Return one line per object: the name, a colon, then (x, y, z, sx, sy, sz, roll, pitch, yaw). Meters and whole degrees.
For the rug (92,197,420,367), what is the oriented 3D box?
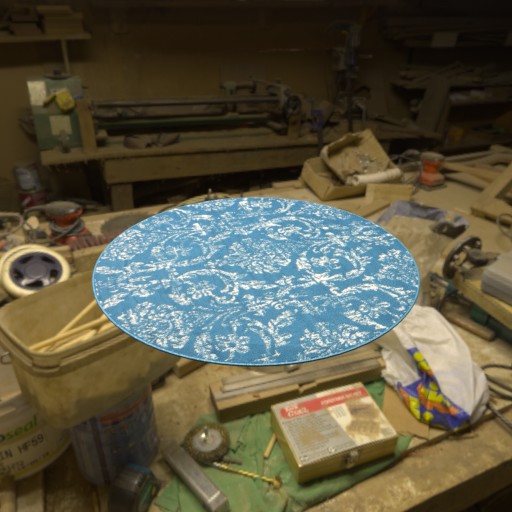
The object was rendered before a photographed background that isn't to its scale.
rug: (0.000, 0.000, 2.261, 1.593, 0.012, 1.593, 0, 29, 0)
